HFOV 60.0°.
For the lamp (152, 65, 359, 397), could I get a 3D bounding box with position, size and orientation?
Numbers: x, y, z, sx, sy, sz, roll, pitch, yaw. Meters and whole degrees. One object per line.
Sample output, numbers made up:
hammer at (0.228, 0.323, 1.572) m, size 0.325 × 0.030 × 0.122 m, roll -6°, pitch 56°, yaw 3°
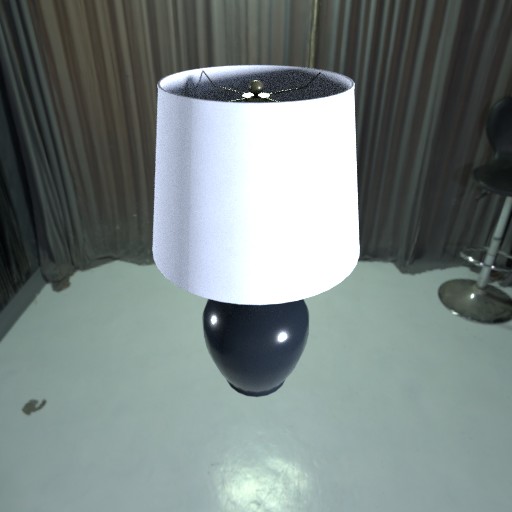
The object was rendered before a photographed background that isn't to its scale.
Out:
lamp at (0.000, 0.000, 0.534) m, size 0.239 × 0.399 × 0.239 m, roll 0°, pitch 32°, yaw 0°
